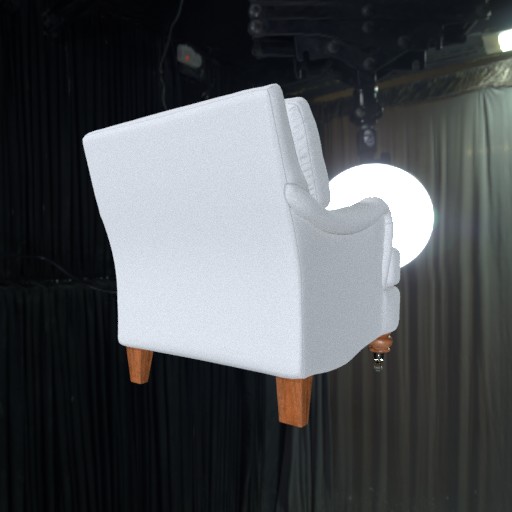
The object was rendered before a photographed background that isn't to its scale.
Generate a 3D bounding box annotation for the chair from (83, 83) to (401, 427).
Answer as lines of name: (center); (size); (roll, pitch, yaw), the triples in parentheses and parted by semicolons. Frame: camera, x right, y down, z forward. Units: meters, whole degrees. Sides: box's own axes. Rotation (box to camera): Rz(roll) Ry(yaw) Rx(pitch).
chair: (0.000, 0.000, 1.860); (0.955, 1.038, 1.070); (0, 1, 36)
